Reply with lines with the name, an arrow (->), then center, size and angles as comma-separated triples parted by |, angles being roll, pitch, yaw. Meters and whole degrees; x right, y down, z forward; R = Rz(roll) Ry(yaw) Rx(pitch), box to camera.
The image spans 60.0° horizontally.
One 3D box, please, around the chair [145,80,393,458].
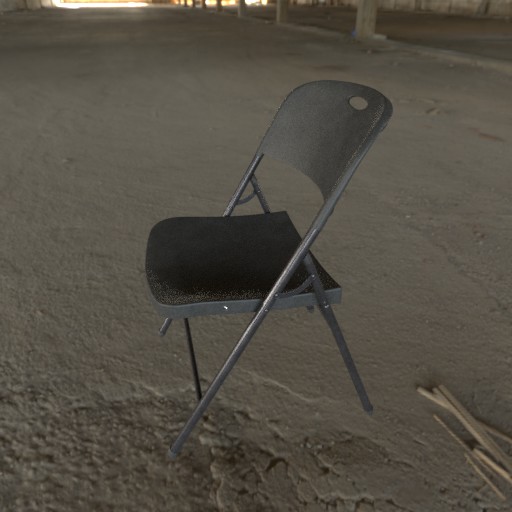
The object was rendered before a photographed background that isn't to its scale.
chair -> 0.000, 0.000, 1.155 | 0.567, 0.810, 0.494 | -7, 31, -12
